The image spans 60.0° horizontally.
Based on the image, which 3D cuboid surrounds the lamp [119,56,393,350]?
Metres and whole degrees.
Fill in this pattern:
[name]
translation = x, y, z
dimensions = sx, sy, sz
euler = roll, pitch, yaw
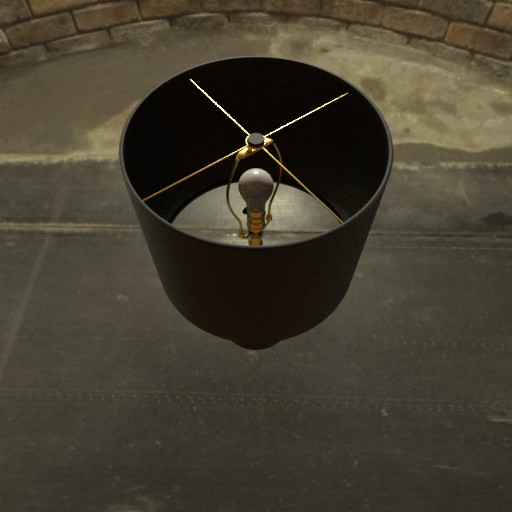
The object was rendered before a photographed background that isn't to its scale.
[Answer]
[lamp]
translation = 0.000, 0.000, 0.830
dimensions = 0.359, 0.584, 0.359
euler = -32, 63, -19
